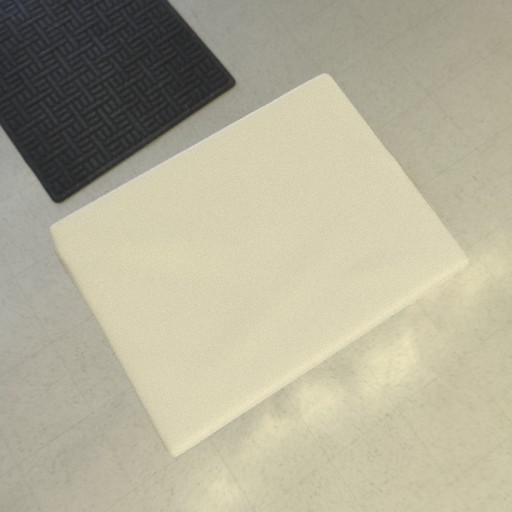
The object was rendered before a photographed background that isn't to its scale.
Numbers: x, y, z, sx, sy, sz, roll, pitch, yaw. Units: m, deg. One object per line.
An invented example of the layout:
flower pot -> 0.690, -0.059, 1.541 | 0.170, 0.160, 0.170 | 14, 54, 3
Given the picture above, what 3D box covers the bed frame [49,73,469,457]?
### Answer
bed frame -> 0.000, 0.000, 2.961 | 2.151, 0.667, 1.584 | -31, 78, -7
